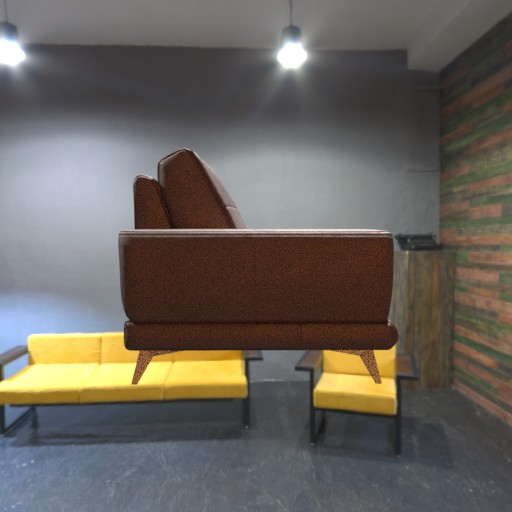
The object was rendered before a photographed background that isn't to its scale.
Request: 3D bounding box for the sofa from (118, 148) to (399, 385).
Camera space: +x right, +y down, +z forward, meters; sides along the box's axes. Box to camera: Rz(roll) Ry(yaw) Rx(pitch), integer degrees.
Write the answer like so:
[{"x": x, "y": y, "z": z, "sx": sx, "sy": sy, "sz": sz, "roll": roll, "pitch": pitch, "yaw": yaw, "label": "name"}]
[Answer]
[{"x": 0.000, "y": 0.000, "z": 2.446, "sx": 1.018, "sy": 0.907, "sz": 1.806, "roll": 0, "pitch": 2, "yaw": -1, "label": "sofa"}]
